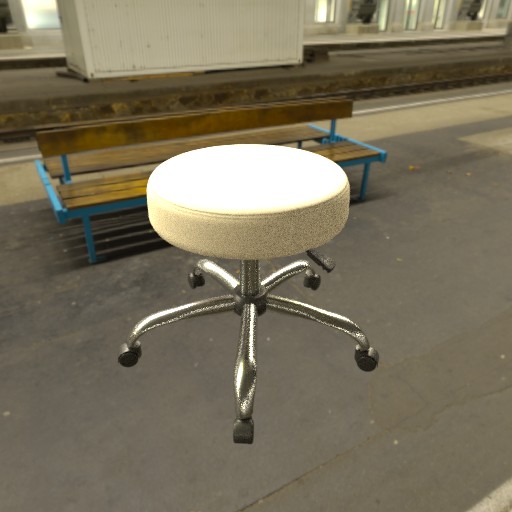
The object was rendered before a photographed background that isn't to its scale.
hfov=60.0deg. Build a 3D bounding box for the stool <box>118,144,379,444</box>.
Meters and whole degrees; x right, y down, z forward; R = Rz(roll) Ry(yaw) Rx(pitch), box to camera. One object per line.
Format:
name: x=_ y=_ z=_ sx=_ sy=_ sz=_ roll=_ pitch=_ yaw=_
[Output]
stool: x=0.000 y=0.000 z=1.069 sx=0.634 sy=0.482 sz=0.614 roll=21 pitch=36 yaw=32
